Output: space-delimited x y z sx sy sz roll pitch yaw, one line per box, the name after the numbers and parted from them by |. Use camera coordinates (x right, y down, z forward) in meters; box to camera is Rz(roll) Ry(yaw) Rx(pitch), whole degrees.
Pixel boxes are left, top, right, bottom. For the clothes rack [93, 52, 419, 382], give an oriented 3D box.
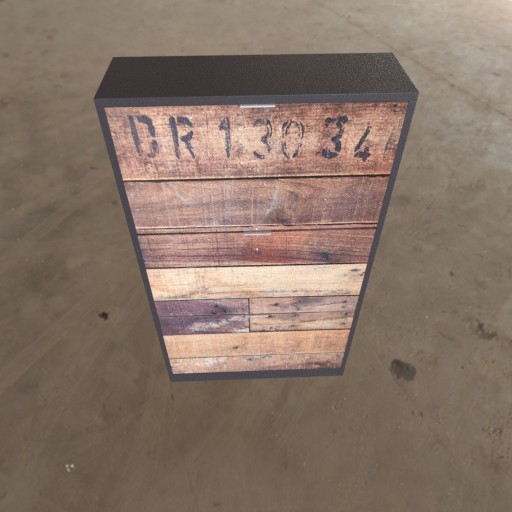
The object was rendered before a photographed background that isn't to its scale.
0.000 0.000 1.554 0.750 1.280 0.250 -2 45 -2 | clothes rack
